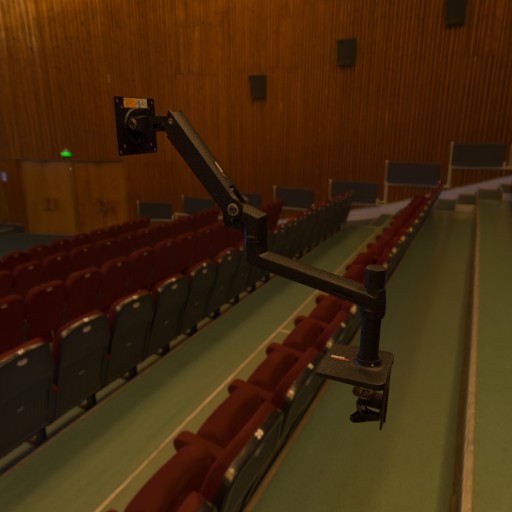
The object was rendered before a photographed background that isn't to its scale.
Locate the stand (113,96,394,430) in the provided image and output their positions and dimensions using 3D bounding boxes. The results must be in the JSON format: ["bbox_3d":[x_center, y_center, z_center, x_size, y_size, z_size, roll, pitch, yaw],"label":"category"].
[{"bbox_3d":[0.000,0.000,1.036,0.650,0.713,0.152,8,19,24],"label":"stand"}]
